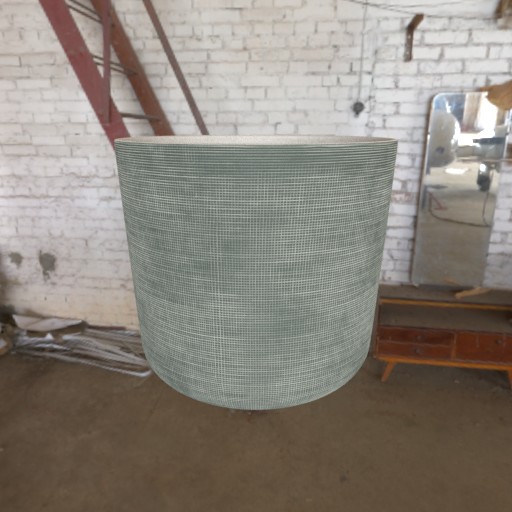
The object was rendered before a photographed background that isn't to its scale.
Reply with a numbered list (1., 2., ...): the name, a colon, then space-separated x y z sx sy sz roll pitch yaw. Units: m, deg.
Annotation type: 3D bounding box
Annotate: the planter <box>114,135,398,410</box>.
1. planter: 0.000 0.000 0.774 0.440 0.398 0.440 0 17 0
